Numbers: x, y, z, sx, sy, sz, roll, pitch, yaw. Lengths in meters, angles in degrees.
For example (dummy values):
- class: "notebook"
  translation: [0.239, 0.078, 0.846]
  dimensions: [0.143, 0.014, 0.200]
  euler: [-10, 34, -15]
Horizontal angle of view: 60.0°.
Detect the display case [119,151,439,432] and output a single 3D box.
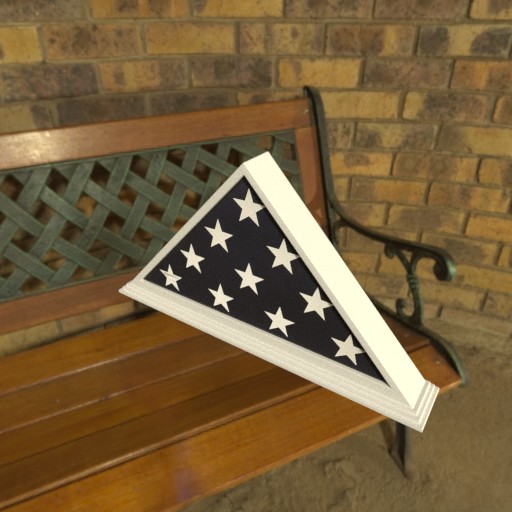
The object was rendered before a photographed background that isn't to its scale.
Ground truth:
- class: "display case"
  translation: [0.000, 0.000, 0.743]
  dimensions: [0.640, 0.340, 0.095]
  euler: [19, 35, 29]
